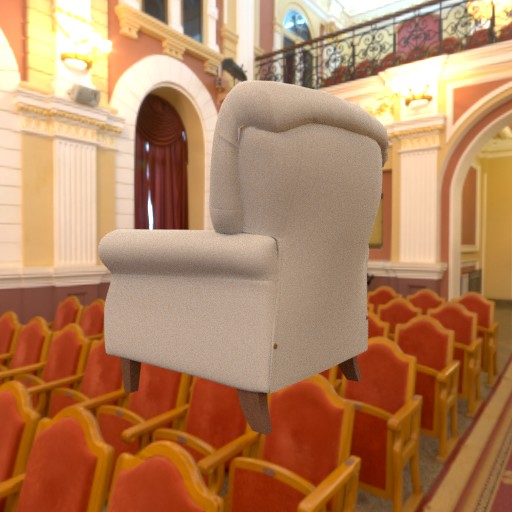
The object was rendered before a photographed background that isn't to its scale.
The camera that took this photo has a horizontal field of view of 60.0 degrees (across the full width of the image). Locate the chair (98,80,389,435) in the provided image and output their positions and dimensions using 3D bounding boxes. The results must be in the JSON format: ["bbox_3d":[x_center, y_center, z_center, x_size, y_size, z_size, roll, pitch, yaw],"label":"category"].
[{"bbox_3d":[0.000,0.000,2.039,1.128,1.217,1.090,1,2,37],"label":"chair"}]
